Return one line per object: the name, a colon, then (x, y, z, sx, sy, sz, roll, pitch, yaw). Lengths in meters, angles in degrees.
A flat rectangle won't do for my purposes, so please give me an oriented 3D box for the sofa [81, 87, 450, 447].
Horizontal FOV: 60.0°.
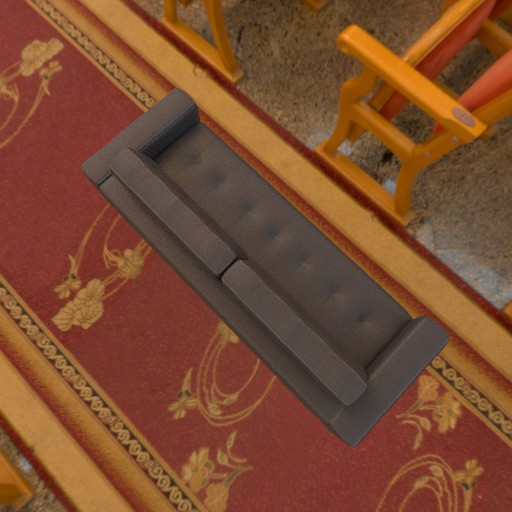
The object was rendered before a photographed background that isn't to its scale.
sofa: (0.000, 0.000, 2.738, 0.833, 0.893, 2.275, -44, 79, -10)
